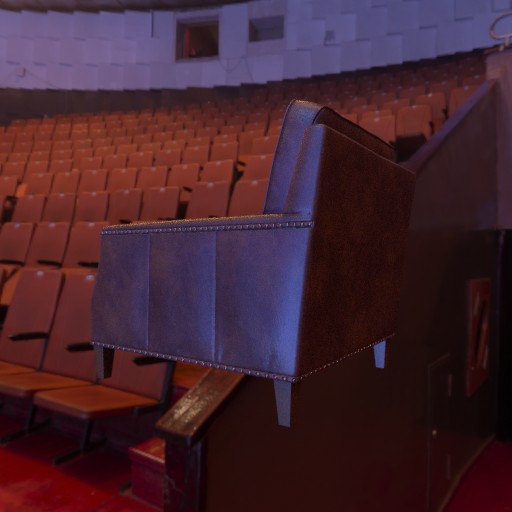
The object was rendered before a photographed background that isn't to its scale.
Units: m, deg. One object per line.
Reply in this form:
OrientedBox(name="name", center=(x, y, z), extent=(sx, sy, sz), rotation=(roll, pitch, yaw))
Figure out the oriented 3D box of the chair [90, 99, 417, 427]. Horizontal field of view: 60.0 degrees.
OrientedBox(name="chair", center=(0.000, 0.000, 1.753), extent=(1.014, 0.929, 0.853), rotation=(0, 0, 35))
